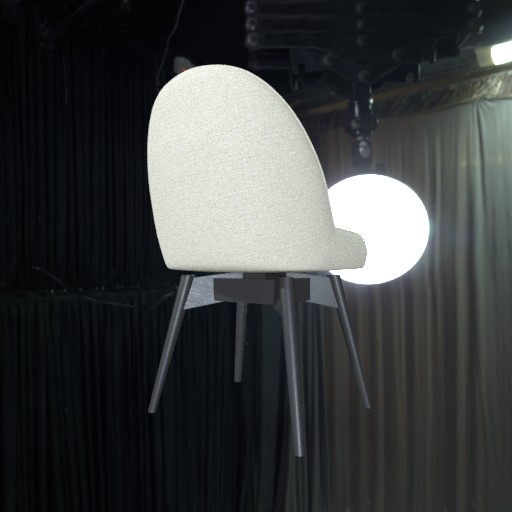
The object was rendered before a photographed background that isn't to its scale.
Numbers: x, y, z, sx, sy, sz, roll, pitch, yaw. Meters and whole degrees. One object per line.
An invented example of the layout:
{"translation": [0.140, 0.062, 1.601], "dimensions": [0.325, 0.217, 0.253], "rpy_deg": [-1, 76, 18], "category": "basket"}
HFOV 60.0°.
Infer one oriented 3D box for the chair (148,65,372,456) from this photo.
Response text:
{"translation": [0.000, 0.000, 1.195], "dimensions": [0.532, 0.838, 0.540], "rpy_deg": [-1, -1, 36], "category": "chair"}
